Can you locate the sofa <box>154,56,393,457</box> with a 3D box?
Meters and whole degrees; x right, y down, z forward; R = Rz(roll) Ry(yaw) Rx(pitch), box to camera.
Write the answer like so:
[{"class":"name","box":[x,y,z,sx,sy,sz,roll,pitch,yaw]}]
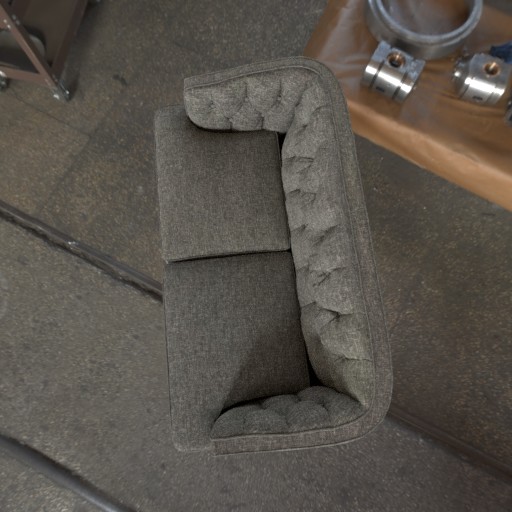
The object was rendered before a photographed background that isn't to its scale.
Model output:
[{"class":"sofa","box":[0.000,0.000,2.199,0.941,0.855,1.733,-6,76,-1]}]
